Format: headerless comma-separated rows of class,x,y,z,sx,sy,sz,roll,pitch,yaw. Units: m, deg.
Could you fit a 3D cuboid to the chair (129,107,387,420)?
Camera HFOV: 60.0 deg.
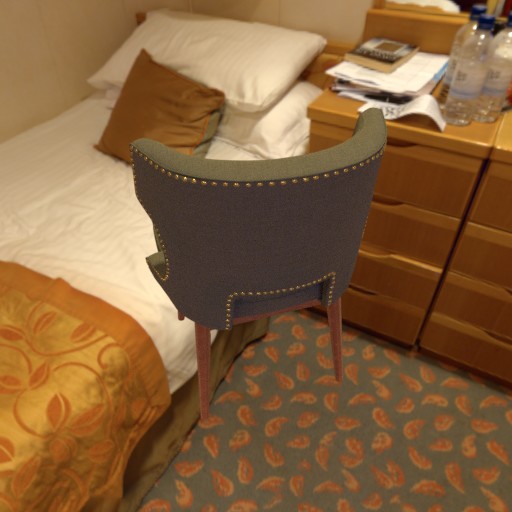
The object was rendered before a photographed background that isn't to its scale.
chair,0.000,0.000,1.246,0.595,0.863,0.581,-12,42,-13
